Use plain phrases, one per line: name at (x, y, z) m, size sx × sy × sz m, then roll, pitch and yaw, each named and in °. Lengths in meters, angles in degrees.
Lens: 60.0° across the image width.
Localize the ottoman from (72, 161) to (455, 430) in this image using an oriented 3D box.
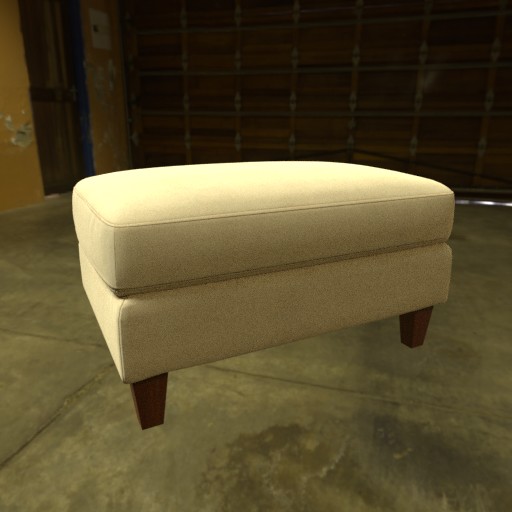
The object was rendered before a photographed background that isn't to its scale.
ottoman at (0.000, 0.000, 1.196) m, size 0.864 × 0.483 × 0.584 m, roll -8°, pitch 19°, yaw -26°
